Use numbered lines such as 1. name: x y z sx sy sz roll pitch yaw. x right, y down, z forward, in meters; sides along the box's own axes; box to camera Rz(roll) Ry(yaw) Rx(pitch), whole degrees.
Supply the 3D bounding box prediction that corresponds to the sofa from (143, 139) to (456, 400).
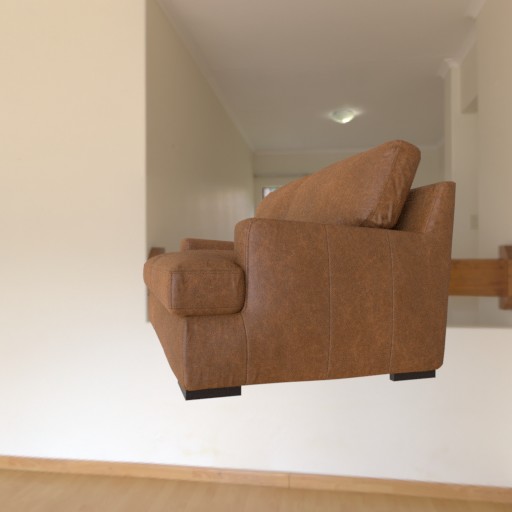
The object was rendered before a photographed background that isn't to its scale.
1. sofa: 0.000 0.000 2.449 1.144 0.966 1.880 0 0 -17
